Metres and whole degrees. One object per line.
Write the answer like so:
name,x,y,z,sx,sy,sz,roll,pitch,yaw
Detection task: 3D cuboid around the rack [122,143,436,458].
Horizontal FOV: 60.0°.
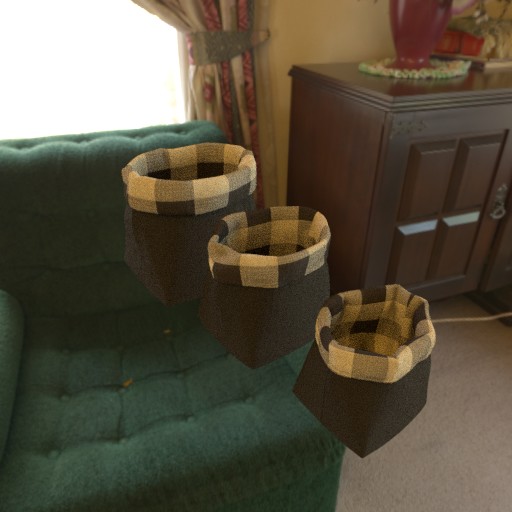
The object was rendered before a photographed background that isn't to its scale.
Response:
rack,0.000,0.000,1.032,0.370,0.329,0.889,-21,36,-32
